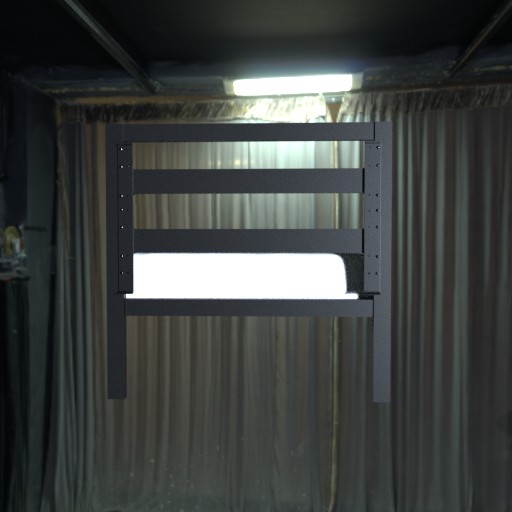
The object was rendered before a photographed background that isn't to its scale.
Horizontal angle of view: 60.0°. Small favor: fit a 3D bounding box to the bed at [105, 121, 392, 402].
[{"bbox_3d":[0.000,0.000,2.492,0.991,0.967,1.930,0,1,2],"label":"bed"}]
